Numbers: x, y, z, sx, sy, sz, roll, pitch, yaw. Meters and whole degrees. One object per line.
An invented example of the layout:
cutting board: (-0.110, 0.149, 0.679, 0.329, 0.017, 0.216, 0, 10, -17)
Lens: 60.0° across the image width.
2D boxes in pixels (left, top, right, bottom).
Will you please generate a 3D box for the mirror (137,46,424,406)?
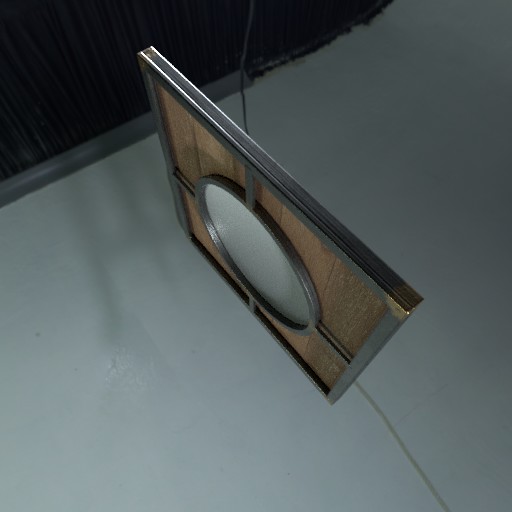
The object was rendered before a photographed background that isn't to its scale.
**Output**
mirror: (0.000, 0.000, 0.572, 0.020, 0.381, 0.382, -36, 67, -18)
